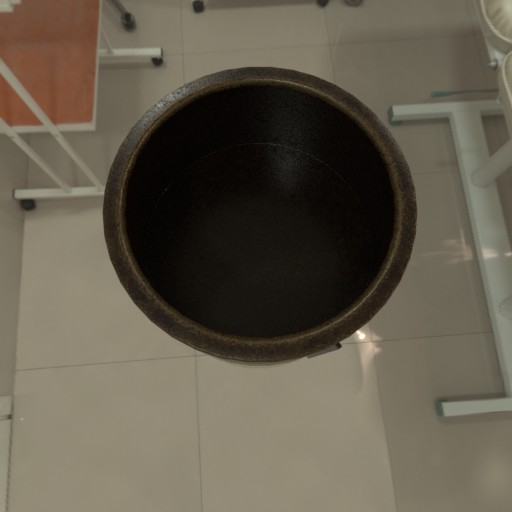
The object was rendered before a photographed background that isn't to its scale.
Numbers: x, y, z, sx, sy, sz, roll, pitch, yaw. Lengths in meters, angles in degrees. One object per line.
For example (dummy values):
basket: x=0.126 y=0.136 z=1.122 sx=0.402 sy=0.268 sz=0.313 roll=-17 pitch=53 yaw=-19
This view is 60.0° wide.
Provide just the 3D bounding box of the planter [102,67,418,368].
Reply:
planter: x=0.000 y=0.000 z=0.702 sx=0.354 sy=0.465 sz=0.345 roll=-4 pitch=75 yaw=-1
